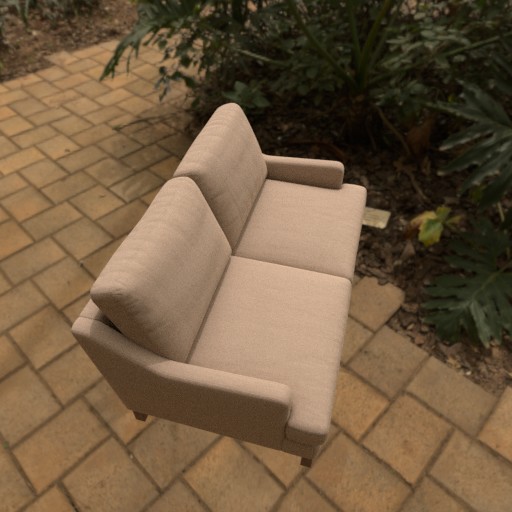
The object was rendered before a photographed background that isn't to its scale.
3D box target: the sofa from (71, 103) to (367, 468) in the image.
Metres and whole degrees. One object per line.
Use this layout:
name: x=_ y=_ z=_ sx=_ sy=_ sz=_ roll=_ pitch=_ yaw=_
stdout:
sofa: x=0.000 y=0.000 z=2.252 sx=1.004 sy=0.910 sz=1.619 roll=11 pitch=46 yaw=11
